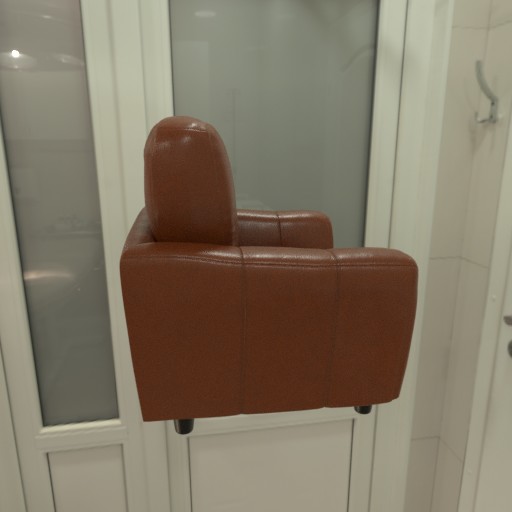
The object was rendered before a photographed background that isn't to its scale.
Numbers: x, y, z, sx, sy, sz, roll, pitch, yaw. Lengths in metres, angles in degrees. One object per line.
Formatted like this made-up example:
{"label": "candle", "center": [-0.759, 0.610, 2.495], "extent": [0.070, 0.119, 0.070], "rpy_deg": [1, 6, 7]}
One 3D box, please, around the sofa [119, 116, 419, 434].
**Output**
{"label": "sofa", "center": [0.000, 0.000, 1.488], "extent": [0.789, 0.876, 0.836], "rpy_deg": [-3, 15, -10]}
